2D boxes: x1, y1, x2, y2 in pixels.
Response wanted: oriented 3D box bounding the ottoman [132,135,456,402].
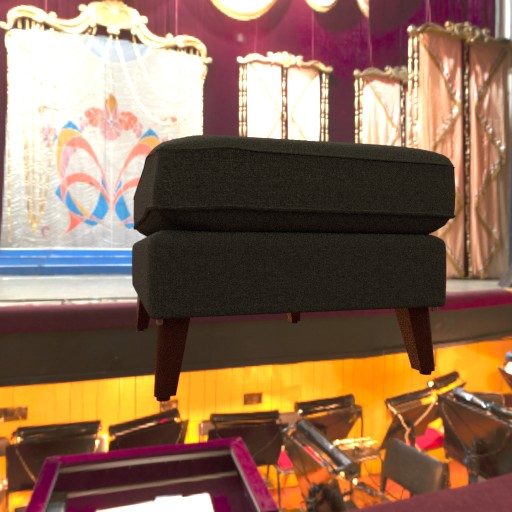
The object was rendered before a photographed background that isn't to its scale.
[{"bbox_3d":[0.000,0.000,1.214,0.629,0.503,0.835,0,0,-18],"label":"ottoman"}]
